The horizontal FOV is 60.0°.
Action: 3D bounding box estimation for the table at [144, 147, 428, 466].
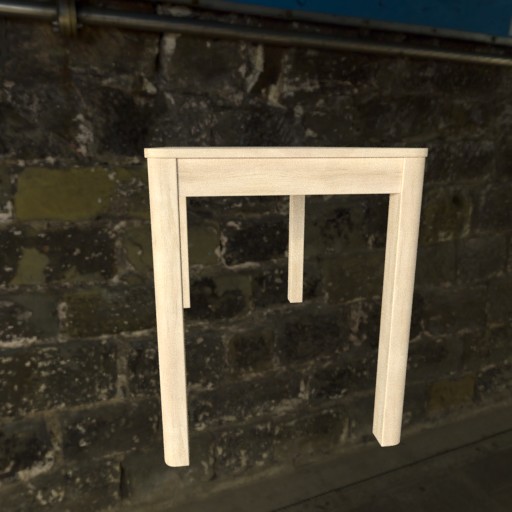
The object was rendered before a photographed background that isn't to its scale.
[{"bbox_3d":[0.000,0.000,1.891,0.750,0.900,1.400,-2,14,-8],"label":"table"}]
